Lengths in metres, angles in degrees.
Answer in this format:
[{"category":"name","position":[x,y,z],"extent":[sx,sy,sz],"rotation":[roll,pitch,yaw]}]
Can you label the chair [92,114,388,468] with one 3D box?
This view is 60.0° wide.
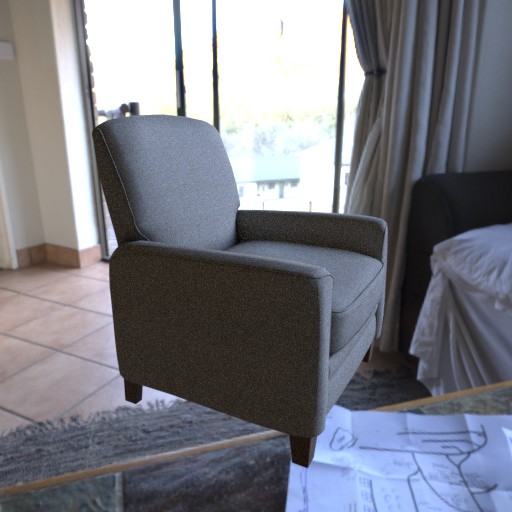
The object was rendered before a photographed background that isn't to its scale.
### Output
[{"category":"chair","position":[0.000,0.000,1.648],"extent":[0.864,1.014,0.848],"rotation":[8,18,27]}]
